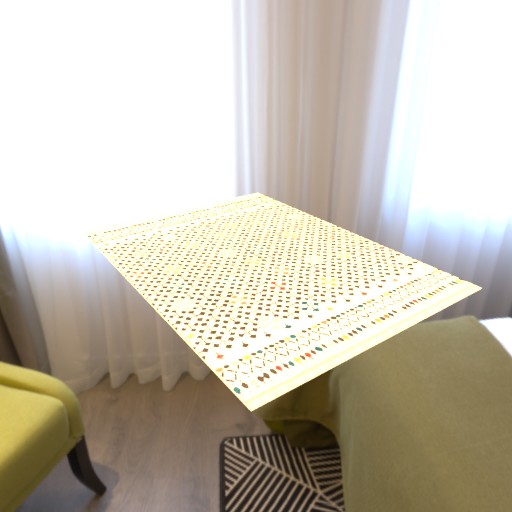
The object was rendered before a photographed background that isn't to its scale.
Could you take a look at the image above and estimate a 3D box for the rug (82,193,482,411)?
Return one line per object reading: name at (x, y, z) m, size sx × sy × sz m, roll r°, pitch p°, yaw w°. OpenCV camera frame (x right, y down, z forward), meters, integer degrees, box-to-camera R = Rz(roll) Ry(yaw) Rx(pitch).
rug at (0.000, 0.000, 2.069) m, size 1.146 × 0.006 × 1.556 m, roll -17°, pitch 31°, yaw -32°
